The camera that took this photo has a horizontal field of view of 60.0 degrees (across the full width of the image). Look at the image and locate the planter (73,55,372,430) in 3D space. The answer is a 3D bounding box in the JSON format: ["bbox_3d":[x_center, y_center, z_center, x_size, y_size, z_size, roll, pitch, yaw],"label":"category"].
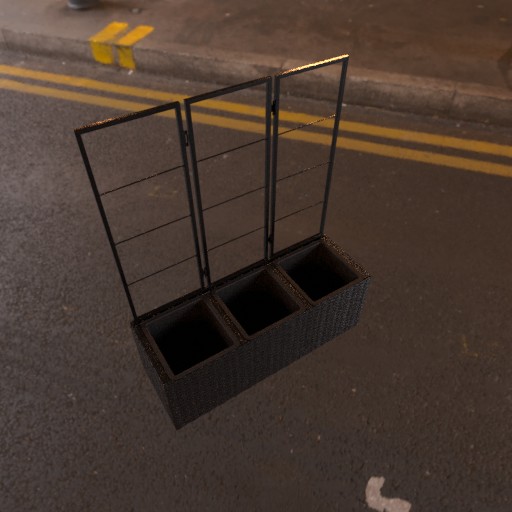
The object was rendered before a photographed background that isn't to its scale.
[{"bbox_3d":[0.000,0.000,1.181,0.698,0.841,0.244,-24,50,-23],"label":"planter"}]
